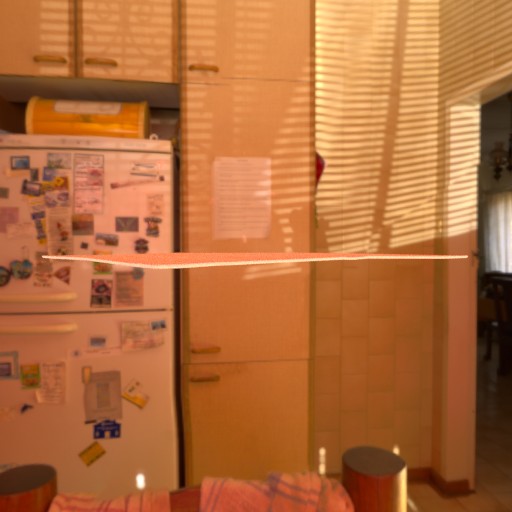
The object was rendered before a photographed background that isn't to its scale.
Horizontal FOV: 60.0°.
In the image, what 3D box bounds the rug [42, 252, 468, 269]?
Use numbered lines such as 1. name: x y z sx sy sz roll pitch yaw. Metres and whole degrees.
1. rug: 0.000 0.000 4.170 3.202 0.045 2.434 -1 2 -37
